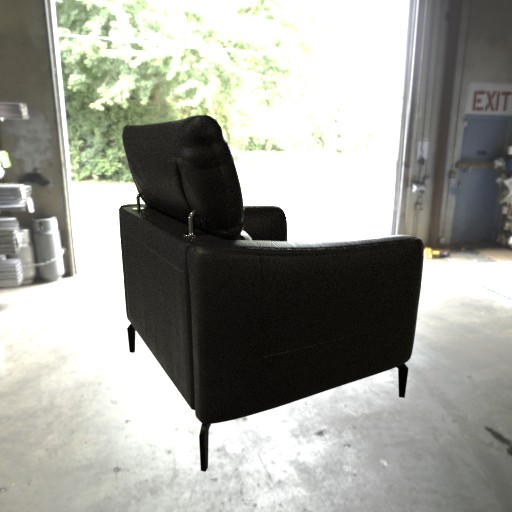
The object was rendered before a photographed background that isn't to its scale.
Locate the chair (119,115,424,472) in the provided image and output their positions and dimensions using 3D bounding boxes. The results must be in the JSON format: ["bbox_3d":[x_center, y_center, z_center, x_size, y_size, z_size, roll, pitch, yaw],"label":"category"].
[{"bbox_3d":[0.000,0.000,1.647,0.809,0.949,0.976,-8,16,-28],"label":"chair"}]
